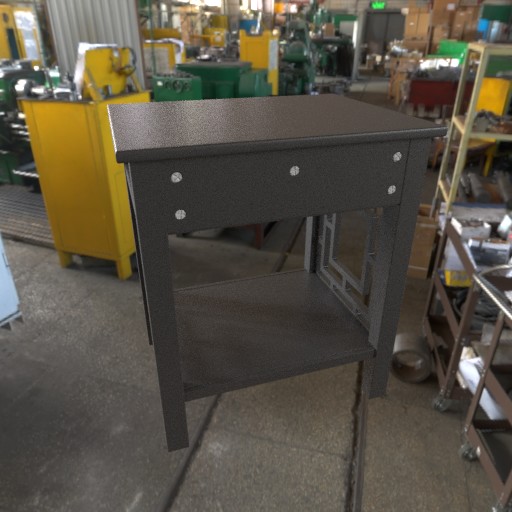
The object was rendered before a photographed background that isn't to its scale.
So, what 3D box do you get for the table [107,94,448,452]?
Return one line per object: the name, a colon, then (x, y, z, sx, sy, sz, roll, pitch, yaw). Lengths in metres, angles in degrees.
table: (0.000, 0.000, 1.039, 0.564, 0.646, 0.451, -9, 29, -16)
